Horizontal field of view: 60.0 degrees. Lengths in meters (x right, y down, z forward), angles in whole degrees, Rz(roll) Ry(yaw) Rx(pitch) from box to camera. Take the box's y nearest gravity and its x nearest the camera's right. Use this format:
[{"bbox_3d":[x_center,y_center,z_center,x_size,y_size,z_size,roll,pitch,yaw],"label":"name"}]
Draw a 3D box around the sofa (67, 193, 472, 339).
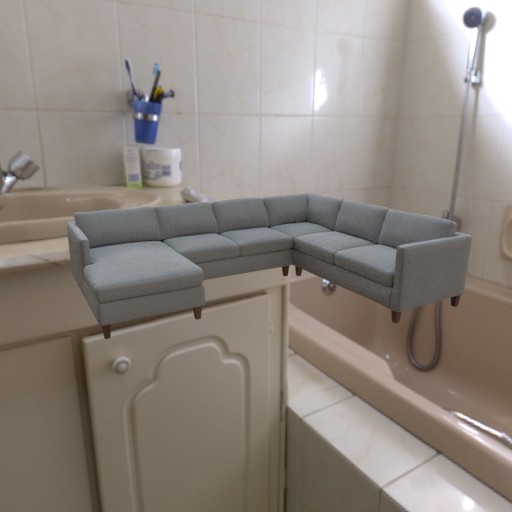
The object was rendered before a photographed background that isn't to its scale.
[{"bbox_3d":[0.000,0.000,4.464,3.238,0.853,2.551,-9,18,-28],"label":"sofa"}]
